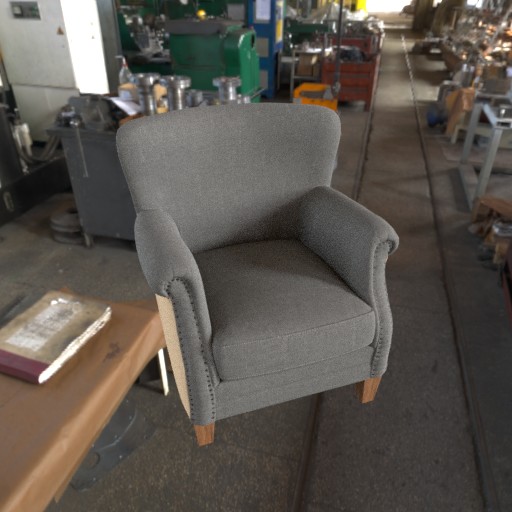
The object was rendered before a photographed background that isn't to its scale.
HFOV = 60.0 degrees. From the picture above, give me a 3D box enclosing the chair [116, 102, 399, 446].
[{"bbox_3d":[0.000,0.000,1.663,0.861,0.936,0.921,-10,33,-16],"label":"chair"}]
